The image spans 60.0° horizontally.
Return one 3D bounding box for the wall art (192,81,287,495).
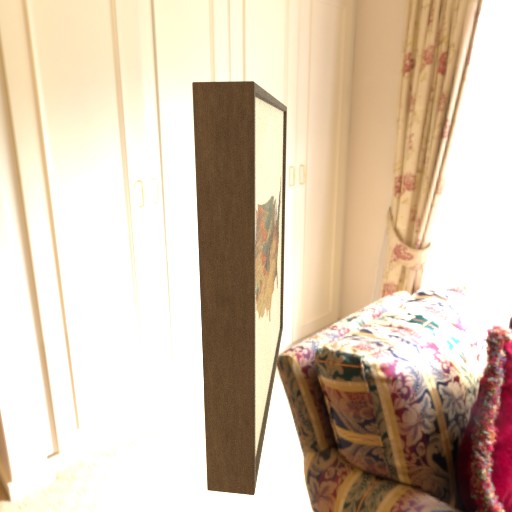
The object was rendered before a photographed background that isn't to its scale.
[{"bbox_3d":[0.000,0.000,0.450,0.038,0.302,0.303,2,16,7],"label":"wall art"}]
